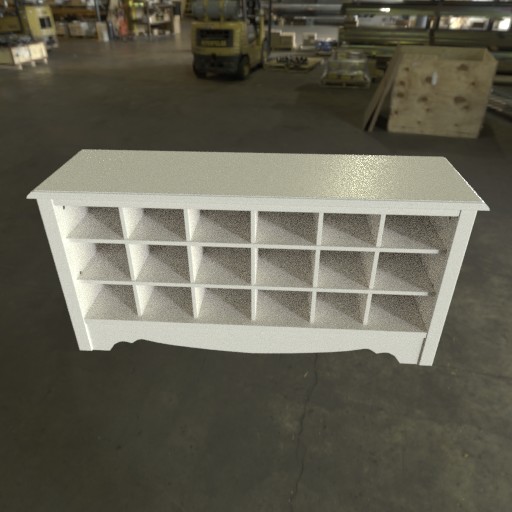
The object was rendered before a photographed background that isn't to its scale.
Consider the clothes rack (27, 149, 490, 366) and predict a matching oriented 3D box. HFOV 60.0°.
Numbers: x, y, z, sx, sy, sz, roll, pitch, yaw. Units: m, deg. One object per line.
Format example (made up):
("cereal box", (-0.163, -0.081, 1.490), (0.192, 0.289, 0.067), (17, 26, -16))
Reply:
("clothes rack", (0.000, 0.000, 1.340), (1.120, 0.531, 0.324), (2, 32, 3))
